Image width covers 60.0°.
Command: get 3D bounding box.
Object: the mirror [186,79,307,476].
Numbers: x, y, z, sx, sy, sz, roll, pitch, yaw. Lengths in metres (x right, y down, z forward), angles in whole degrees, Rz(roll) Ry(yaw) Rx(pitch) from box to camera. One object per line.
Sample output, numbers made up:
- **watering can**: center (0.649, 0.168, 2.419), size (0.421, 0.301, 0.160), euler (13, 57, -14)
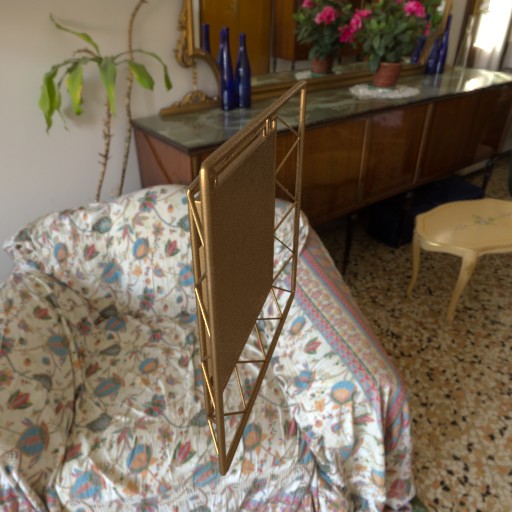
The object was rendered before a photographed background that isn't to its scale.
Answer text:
- **mirror**: center (0.000, 0.000, 0.630), size (0.046, 0.414, 0.416), euler (9, 32, 14)
